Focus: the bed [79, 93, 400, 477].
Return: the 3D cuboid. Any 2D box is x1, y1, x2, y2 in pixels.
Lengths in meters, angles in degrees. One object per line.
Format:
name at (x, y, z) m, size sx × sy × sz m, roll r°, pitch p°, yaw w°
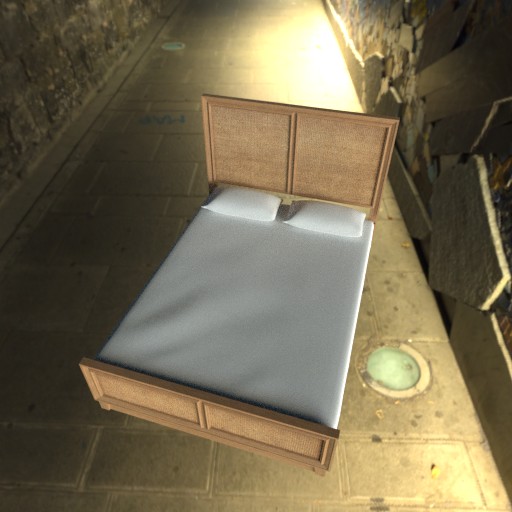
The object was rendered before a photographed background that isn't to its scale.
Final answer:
bed at (0.000, 0.000, 3.217) m, size 1.606 × 1.387 × 2.184 m, roll 12°, pitch 43°, yaw 13°
